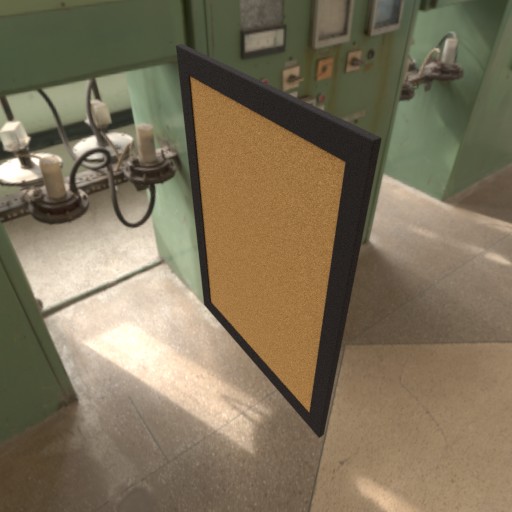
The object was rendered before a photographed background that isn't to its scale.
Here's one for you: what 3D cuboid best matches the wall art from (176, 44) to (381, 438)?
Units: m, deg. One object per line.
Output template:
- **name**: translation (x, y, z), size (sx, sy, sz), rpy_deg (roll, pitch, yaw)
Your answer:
- **wall art**: translation (0.000, 0.000, 0.683), size (0.012, 0.529, 0.374), rpy_deg (-25, 46, -27)
